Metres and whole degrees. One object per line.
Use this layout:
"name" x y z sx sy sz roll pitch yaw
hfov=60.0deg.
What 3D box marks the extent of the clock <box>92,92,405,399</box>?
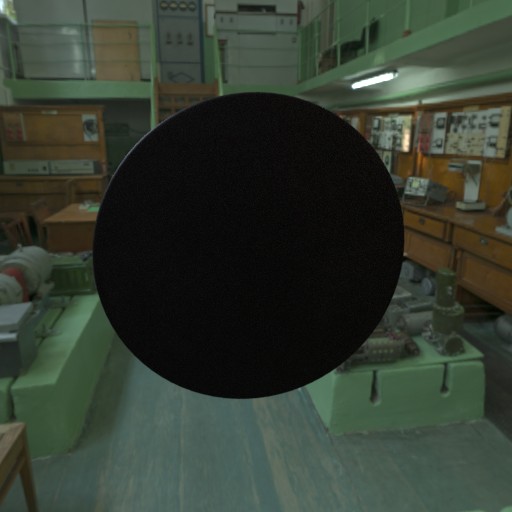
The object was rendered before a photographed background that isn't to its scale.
"clock" 0.000 0.000 0.453 0.314 0.314 0.029 -3 16 -10
